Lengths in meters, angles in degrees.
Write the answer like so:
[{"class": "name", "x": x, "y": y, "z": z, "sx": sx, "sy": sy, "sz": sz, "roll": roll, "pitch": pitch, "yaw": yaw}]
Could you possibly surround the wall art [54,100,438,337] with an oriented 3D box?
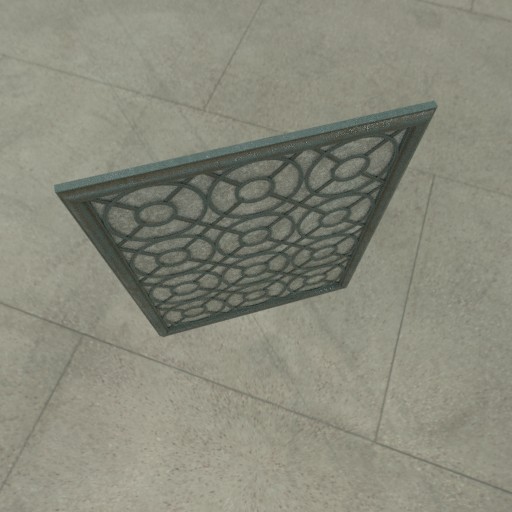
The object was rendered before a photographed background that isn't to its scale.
[{"class": "wall art", "x": 0.000, "y": 0.000, "z": 1.301, "sx": 0.767, "sy": 0.983, "sz": 0.030, "roll": -14, "pitch": 65, "yaw": -7}]
